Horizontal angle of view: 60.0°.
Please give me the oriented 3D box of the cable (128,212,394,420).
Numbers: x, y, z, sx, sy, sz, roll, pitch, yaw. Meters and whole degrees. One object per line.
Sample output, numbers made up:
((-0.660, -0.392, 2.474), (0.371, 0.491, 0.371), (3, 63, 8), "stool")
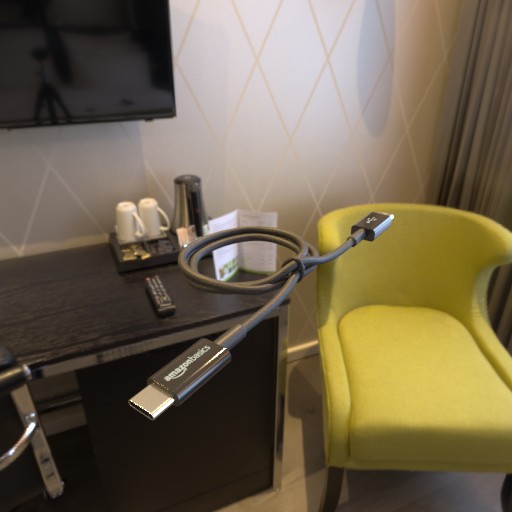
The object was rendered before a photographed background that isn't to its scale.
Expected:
((0.000, 0.000, 0.213), (0.070, 0.014, 0.192), (18, 32, 31), "cable")
